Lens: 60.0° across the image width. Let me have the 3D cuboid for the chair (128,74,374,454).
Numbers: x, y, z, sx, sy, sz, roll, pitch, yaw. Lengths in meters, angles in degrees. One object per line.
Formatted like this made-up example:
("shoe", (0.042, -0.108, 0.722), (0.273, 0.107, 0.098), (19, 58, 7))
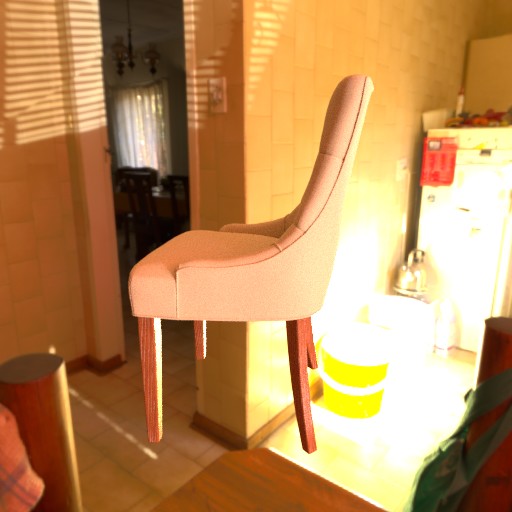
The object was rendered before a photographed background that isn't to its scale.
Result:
("chair", (0.000, 0.000, 1.211), (0.565, 0.874, 0.509), (2, 15, 8))
